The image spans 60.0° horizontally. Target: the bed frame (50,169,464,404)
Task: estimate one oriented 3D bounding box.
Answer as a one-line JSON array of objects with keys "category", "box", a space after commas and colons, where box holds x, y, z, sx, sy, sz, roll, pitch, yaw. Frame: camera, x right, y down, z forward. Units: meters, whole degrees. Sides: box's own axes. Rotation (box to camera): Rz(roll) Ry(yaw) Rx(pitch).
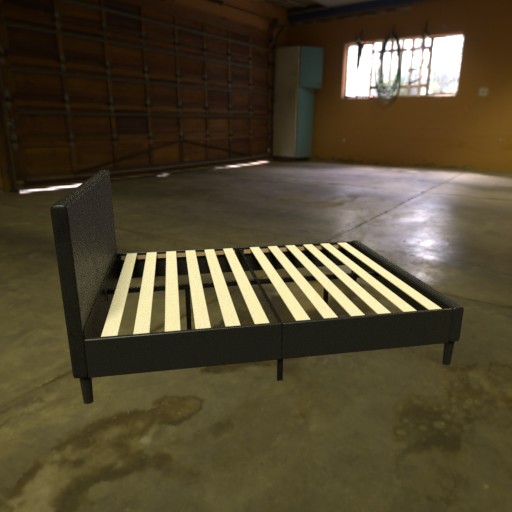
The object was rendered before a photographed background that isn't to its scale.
[{"category": "bed frame", "box": [0.000, 0.000, 3.253, 2.318, 1.127, 1.634, -3, 17, -10]}]
